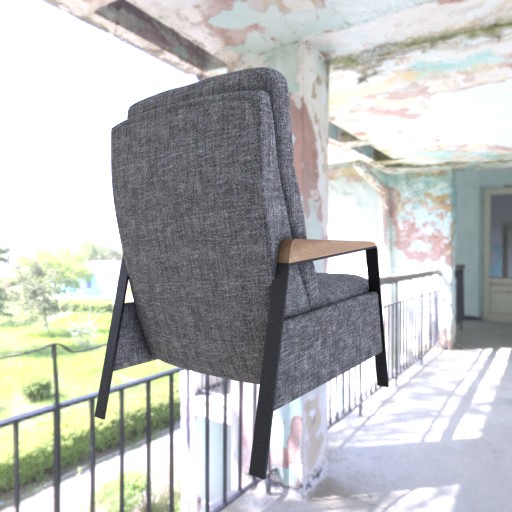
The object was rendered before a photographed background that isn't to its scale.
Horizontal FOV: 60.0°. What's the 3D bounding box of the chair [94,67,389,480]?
[{"bbox_3d":[0.000,0.000,1.587,0.671,1.042,0.868,1,1,36],"label":"chair"}]
